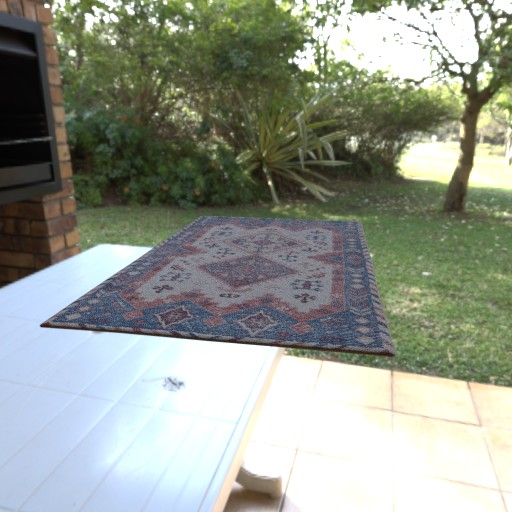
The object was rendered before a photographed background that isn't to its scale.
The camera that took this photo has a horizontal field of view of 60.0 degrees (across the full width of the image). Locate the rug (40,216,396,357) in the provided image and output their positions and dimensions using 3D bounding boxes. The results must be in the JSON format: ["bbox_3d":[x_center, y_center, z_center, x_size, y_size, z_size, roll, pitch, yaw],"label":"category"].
[{"bbox_3d":[0.000,0.000,2.986,1.521,0.023,2.464,3,17,9],"label":"rug"}]
